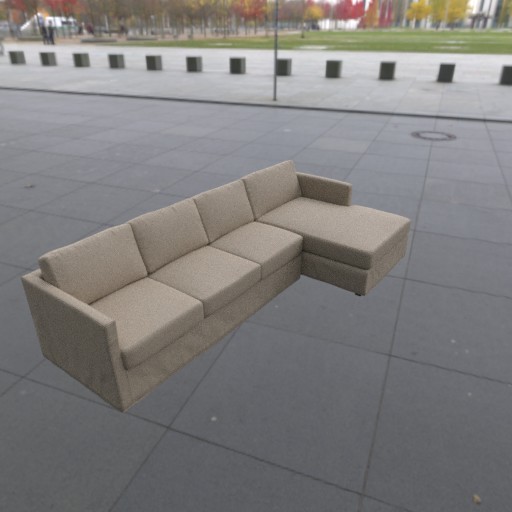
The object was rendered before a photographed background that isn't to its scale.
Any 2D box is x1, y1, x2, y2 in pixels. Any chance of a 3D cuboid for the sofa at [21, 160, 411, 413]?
[{"bbox_3d":[0.000,0.000,3.801,1.622,0.867,3.177,19,33,32],"label":"sofa"}]
